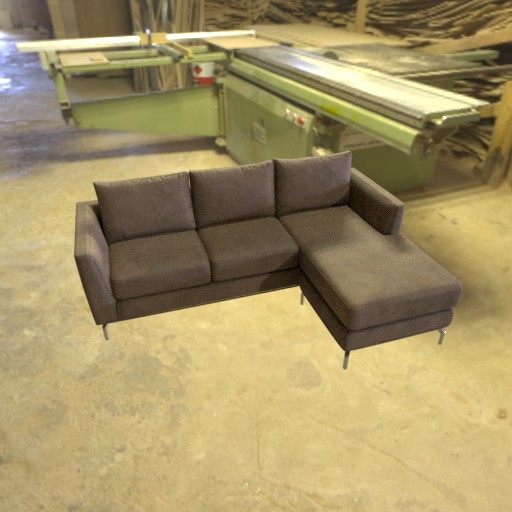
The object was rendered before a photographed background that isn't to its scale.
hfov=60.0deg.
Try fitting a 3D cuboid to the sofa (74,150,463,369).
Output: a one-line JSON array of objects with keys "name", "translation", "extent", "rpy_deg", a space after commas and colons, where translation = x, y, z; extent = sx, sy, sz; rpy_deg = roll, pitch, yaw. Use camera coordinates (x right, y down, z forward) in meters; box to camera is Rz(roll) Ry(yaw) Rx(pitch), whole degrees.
[{"name": "sofa", "translation": [0.000, 0.000, 3.268], "extent": [2.438, 0.987, 1.622], "rpy_deg": [-10, 33, -15]}]
